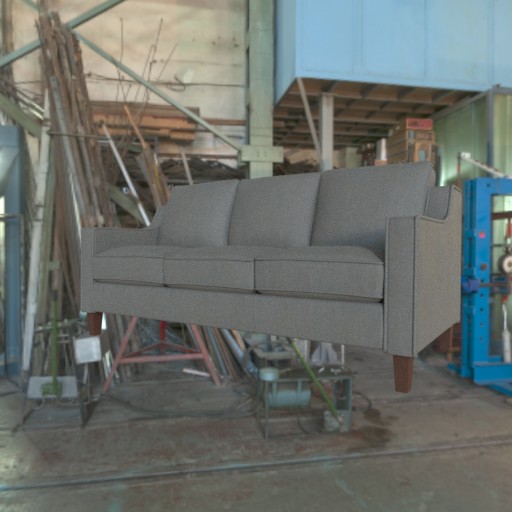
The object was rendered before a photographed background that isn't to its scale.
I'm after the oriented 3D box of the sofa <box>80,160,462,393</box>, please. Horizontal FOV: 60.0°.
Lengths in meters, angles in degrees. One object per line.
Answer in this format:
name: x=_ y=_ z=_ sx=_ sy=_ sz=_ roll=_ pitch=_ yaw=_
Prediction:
sofa: x=0.000 y=0.000 z=2.495 sx=1.986 sy=0.974 sz=0.911 roll=1 pitch=2 yaw=34
